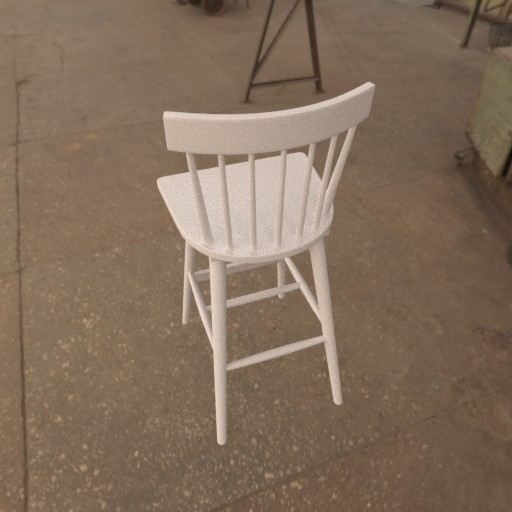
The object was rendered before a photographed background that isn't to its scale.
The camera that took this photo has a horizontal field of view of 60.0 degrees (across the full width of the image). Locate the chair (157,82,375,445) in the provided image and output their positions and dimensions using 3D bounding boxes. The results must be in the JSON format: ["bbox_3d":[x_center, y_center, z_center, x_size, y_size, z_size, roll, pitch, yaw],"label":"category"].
[{"bbox_3d":[0.000,0.000,1.372,0.483,1.092,0.572,-13,44,-14],"label":"chair"}]
